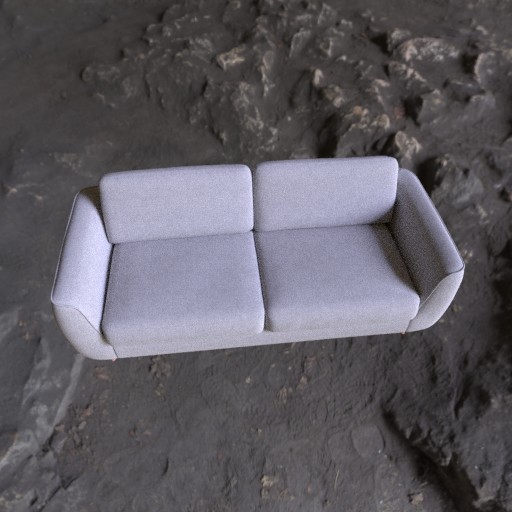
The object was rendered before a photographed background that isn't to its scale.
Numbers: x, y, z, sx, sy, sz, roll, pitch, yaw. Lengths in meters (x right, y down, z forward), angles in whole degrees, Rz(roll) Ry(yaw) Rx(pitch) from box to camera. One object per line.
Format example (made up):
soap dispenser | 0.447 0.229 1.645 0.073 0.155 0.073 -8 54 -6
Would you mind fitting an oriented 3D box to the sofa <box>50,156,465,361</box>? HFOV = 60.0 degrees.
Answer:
sofa | 0.000 0.000 2.477 2.000 0.850 0.920 -4 47 -4
